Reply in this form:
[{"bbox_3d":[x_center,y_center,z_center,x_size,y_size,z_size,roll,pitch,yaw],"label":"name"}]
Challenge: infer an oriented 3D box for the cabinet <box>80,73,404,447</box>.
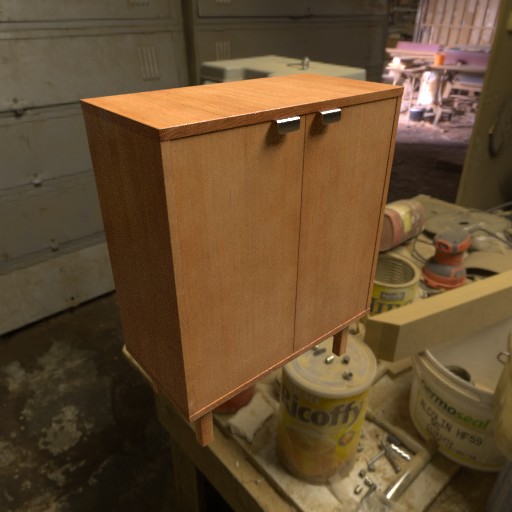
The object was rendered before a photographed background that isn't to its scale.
[{"bbox_3d":[0.000,0.000,1.431,0.800,1.001,0.419,-22,36,-34],"label":"cabinet"}]
